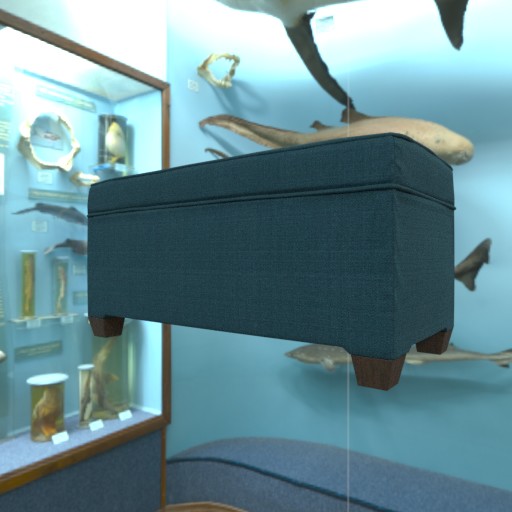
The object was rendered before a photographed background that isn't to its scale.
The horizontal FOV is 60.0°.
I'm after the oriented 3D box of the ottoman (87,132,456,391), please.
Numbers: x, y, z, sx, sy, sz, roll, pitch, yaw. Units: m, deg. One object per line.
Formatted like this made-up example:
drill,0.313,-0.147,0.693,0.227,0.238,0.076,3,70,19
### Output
ottoman,0.000,0.000,1.210,0.943,0.474,0.474,0,0,37
